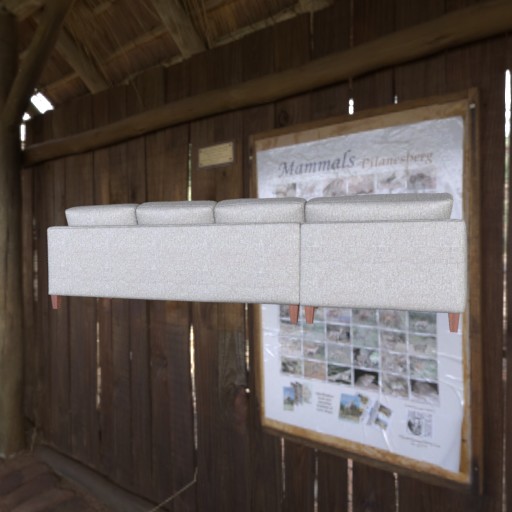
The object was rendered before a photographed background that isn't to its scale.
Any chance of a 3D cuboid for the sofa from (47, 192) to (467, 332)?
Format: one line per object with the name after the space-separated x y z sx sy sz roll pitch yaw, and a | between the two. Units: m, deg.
0.000 0.000 3.854 3.201 0.876 1.502 0 1 19 | sofa
